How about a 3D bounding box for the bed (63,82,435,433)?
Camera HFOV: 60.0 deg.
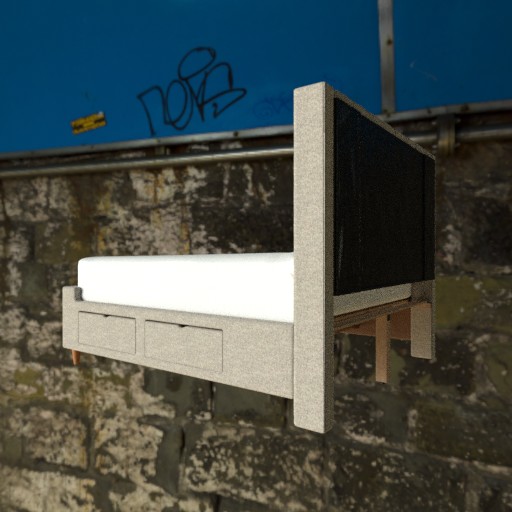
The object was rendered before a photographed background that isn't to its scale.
[{"bbox_3d":[0.000,0.000,3.680,2.372,1.748,2.044,0,0,36],"label":"bed"}]
